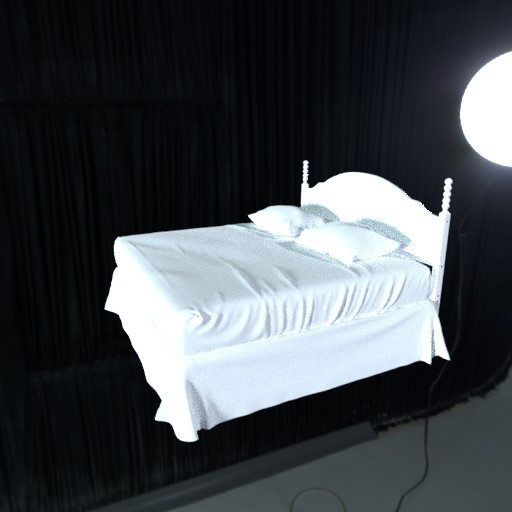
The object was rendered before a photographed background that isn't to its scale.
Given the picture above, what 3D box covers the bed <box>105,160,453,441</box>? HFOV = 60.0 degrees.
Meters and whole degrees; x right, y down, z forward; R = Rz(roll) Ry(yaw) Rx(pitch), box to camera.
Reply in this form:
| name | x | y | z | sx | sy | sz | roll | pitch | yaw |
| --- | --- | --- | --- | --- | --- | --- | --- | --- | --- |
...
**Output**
| name | x | y | z | sx | sy | sz | roll | pitch | yaw |
| --- | --- | --- | --- | --- | --- | --- | --- | --- | --- |
| bed | 0.000 | 0.000 | 3.670 | 2.219 | 1.355 | 2.322 | -8 | 18 | -26 |
